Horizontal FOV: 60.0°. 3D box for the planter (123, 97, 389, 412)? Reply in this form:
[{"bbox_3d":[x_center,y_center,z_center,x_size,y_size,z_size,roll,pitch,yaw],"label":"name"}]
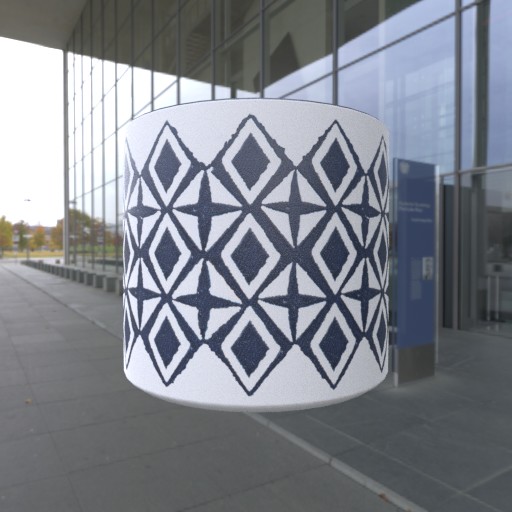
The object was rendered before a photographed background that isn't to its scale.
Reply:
[{"bbox_3d":[0.000,0.000,0.390,0.224,0.203,0.224,0,1,0],"label":"planter"}]
